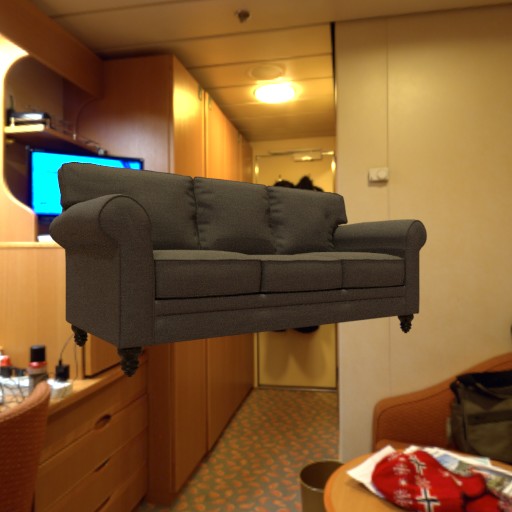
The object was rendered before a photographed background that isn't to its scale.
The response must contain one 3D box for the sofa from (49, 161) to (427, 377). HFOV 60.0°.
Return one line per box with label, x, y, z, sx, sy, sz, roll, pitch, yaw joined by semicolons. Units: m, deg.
sofa;0.000;0.000;2.582;2.084;0.966;0.909;0;0;-36
